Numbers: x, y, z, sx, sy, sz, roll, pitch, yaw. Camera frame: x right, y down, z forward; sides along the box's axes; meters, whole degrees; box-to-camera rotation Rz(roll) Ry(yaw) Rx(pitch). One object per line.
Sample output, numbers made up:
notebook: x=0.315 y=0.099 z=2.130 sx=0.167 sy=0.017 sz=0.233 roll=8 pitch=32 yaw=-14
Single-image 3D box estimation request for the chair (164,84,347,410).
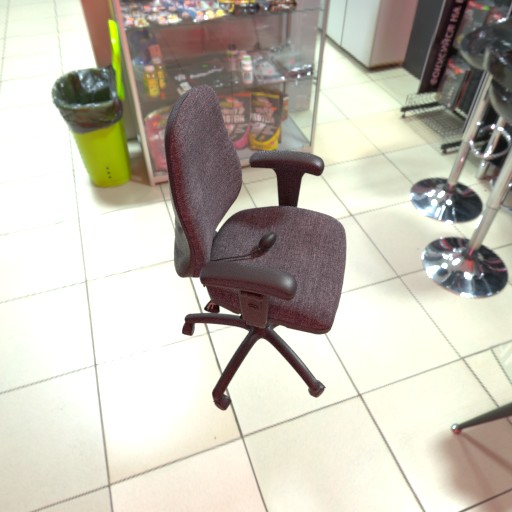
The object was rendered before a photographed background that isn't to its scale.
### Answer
chair: x=0.000 y=0.000 z=1.259 sx=0.530 sy=0.910 sz=0.550 roll=10 pitch=47 yaw=9
